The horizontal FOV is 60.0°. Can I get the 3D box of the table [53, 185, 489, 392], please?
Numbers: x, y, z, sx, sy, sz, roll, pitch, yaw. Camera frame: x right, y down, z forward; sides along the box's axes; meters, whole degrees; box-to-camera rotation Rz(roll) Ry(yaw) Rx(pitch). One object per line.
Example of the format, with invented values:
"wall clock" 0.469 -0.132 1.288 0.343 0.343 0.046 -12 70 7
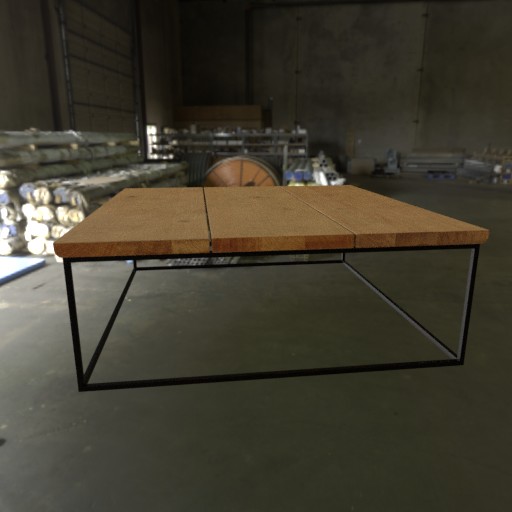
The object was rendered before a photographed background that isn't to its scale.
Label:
"table" 0.000 0.000 1.680 1.100 0.400 1.100 -2 15 -7
